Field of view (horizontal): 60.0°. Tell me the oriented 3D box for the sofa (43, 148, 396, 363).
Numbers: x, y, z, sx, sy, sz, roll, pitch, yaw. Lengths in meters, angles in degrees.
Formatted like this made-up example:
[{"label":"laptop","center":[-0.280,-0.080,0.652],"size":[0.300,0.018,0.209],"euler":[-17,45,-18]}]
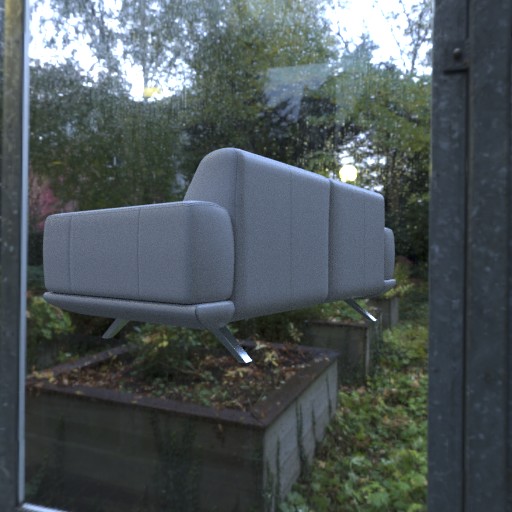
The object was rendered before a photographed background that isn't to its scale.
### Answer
[{"label":"sofa","center":[0.000,0.000,2.369],"size":[0.900,0.772,1.901],"euler":[0,0,36]}]
